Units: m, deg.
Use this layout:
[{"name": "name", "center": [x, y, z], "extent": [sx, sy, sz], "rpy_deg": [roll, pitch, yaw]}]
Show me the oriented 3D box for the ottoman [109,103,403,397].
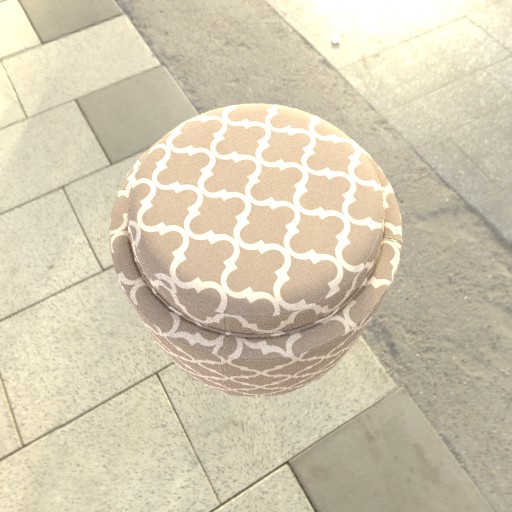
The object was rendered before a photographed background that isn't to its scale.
[{"name": "ottoman", "center": [0.000, 0.000, 0.845], "extent": [0.480, 0.429, 0.480], "rpy_deg": [0, 63, 0]}]
